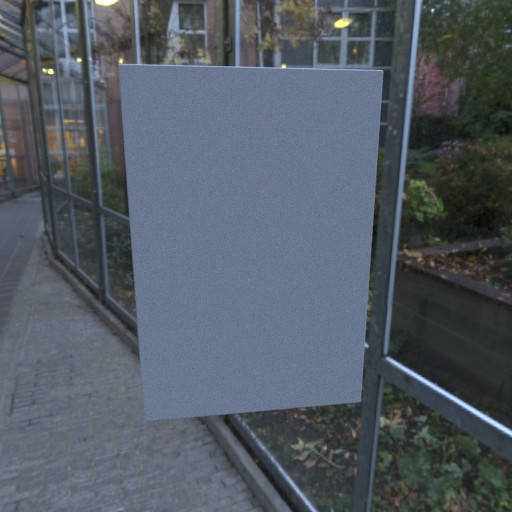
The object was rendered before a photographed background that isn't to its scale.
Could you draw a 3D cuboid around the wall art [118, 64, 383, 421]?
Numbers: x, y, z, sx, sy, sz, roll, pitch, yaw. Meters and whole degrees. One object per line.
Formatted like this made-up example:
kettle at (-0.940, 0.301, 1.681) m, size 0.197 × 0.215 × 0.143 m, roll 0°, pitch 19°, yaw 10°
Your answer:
wall art at (0.000, 0.000, 0.610) m, size 0.329 × 0.482 × 0.011 m, roll -2°, pitch 15°, yaw -8°
